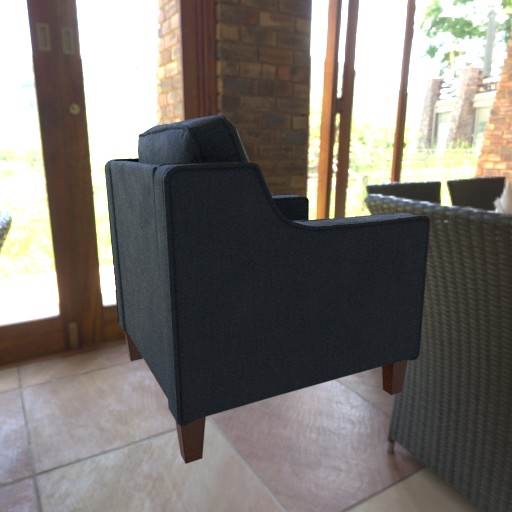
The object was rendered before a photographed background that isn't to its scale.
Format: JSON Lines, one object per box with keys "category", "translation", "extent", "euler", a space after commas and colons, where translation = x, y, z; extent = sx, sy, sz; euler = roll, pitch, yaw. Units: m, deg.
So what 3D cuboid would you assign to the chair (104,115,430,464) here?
{"category": "chair", "translation": [0.000, 0.000, 1.655], "extent": [0.909, 0.960, 0.831], "euler": [-7, 15, -27]}
